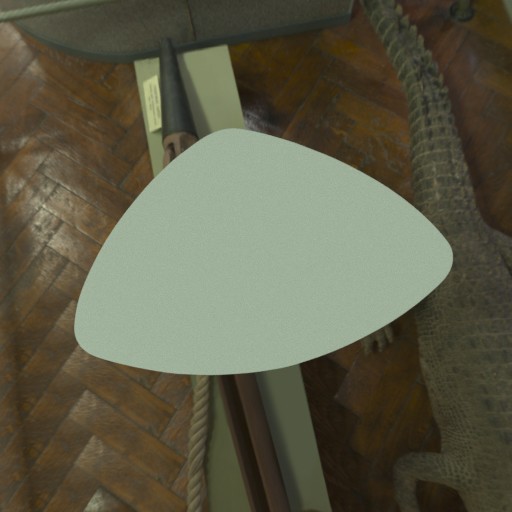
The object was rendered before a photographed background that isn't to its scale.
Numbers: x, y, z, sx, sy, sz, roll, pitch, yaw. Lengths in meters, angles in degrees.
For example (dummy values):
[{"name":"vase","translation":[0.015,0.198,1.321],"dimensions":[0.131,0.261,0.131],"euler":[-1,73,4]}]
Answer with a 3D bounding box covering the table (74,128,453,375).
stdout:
[{"name":"table","translation":[0.000,0.000,1.690],"dimensions":[1.250,0.440,0.850],"euler":[-12,75,-3]}]
